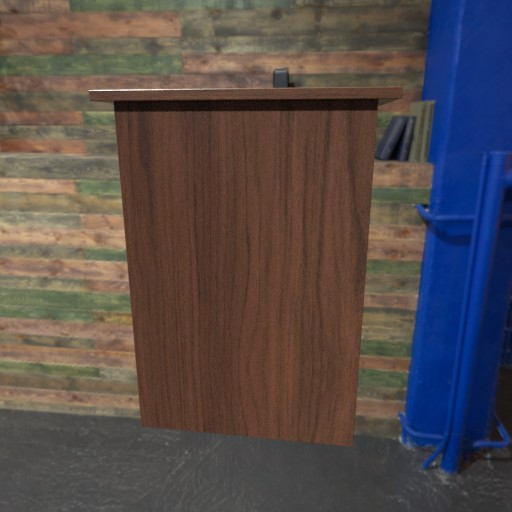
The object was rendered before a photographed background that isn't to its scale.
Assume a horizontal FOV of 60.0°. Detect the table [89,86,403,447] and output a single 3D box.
[{"bbox_3d":[0.000,0.000,0.937,0.480,0.636,0.381,2,17,8],"label":"table"}]
